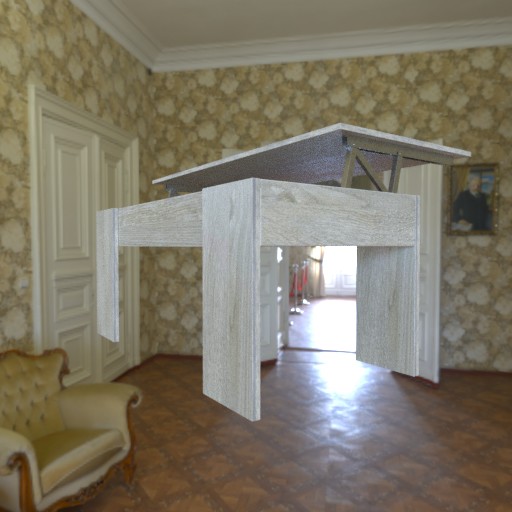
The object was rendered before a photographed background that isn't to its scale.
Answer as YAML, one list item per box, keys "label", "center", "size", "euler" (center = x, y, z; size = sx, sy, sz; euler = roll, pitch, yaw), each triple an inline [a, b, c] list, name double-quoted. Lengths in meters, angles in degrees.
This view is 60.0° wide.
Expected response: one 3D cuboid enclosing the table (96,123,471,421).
- label: "table"
  center: [0.000, 0.000, 1.401]
  size: [0.711, 0.570, 1.000]
  euler: [-1, 2, -35]
